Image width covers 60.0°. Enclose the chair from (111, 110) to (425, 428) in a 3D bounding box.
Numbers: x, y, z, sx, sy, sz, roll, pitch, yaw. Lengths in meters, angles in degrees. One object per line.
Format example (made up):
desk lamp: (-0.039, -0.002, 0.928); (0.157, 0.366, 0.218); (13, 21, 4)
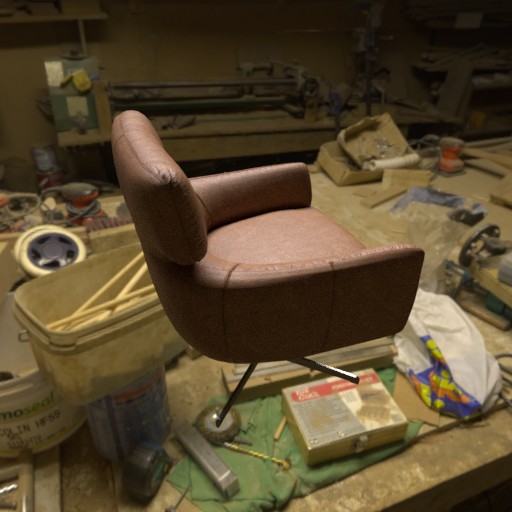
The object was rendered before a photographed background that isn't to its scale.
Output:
chair: (0.000, 0.000, 1.331); (0.715, 0.812, 0.706); (-11, 33, -18)
